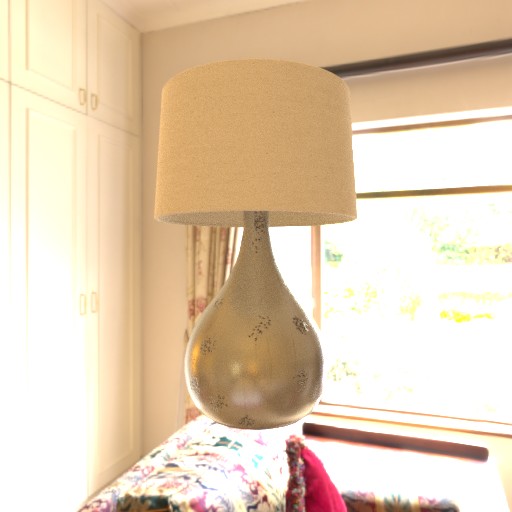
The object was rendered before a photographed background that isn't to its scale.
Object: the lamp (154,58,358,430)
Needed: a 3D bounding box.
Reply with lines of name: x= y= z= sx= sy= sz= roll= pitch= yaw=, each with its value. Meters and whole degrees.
lamp: x=0.000 y=0.000 z=0.737 sx=0.330 sy=0.521 sz=0.330 roll=0 pitch=0 yaw=0
